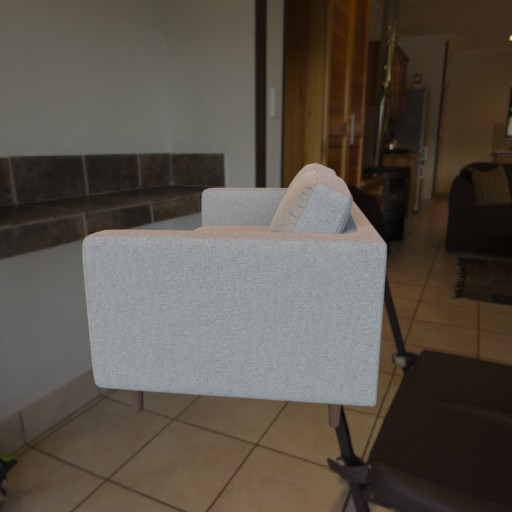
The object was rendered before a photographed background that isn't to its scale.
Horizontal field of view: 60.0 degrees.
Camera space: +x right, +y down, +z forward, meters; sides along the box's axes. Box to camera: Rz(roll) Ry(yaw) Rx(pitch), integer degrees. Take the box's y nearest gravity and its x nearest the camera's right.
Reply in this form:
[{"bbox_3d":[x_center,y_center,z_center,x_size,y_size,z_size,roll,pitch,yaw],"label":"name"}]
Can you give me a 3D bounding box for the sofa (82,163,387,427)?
[{"bbox_3d":[0.000,0.000,2.260,1.000,0.900,1.731,2,14,7],"label":"sofa"}]
